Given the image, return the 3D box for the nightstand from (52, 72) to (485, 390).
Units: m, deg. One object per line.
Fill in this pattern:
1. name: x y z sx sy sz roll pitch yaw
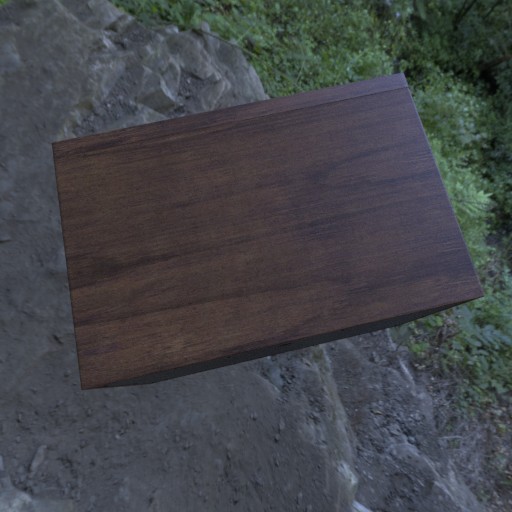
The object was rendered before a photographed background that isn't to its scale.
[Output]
1. nightstand: 0.000 0.000 0.998 0.610 0.610 0.437 -12 75 -3
